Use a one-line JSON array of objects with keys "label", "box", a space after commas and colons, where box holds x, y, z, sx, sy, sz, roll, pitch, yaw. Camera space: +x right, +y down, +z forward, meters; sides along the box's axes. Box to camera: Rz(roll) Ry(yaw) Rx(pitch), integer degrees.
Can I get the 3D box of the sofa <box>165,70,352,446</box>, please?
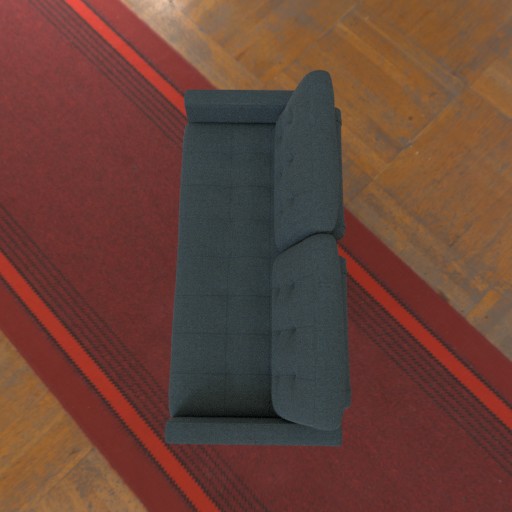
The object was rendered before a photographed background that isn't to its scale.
[{"label": "sofa", "box": [0.000, 0.000, 2.575, 0.966, 1.050, 2.010, 1, 76, 0]}]
